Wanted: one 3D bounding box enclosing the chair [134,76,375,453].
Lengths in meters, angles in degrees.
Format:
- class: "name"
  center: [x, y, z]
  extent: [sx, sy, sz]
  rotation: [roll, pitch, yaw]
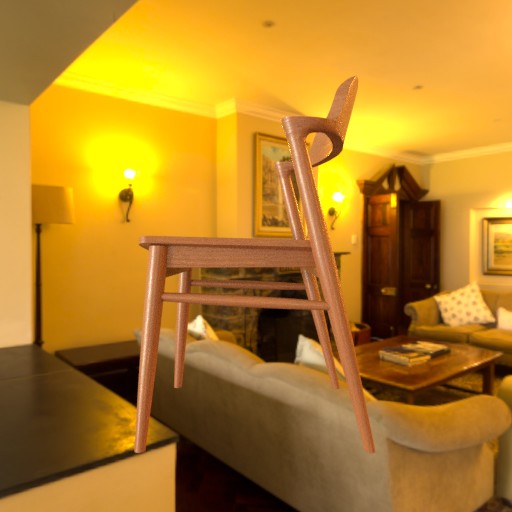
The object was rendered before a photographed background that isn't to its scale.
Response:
- class: "chair"
  center: [0.000, 0.000, 1.120]
  extent: [0.499, 0.801, 0.496]
  rotation: [0, 1, 1]
